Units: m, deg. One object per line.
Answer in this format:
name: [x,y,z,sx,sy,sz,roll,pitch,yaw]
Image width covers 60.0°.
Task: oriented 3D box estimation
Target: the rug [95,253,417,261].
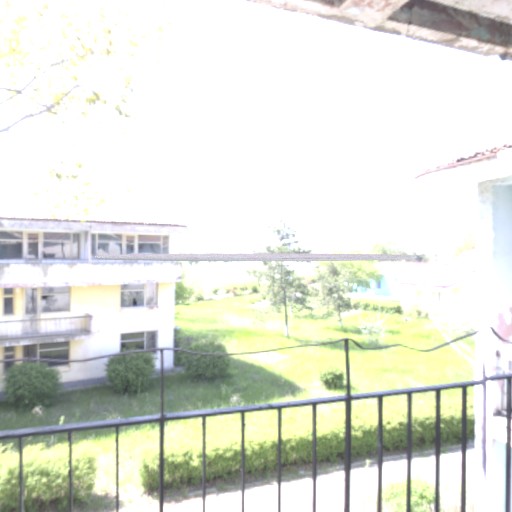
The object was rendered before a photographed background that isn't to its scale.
rug: [0.000,0.000,2.331,1.593,0.012,1.593,0,1,0]
